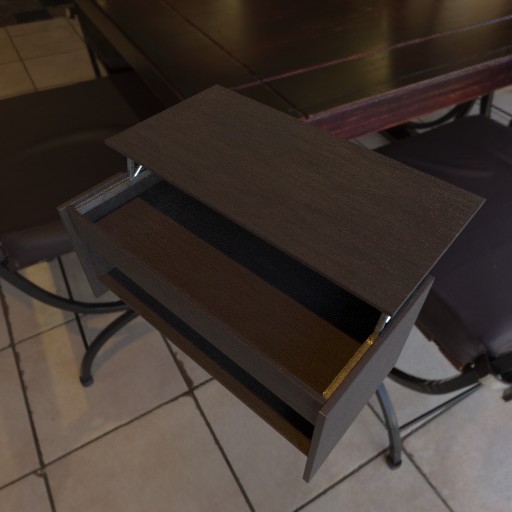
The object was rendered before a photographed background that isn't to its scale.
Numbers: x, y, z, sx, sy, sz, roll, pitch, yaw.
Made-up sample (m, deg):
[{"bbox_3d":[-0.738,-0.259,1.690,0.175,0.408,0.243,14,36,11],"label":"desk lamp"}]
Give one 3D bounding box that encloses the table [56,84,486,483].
[{"bbox_3d":[0.000,0.000,1.424,1.000,0.570,0.712,32,55,27],"label":"table"}]
